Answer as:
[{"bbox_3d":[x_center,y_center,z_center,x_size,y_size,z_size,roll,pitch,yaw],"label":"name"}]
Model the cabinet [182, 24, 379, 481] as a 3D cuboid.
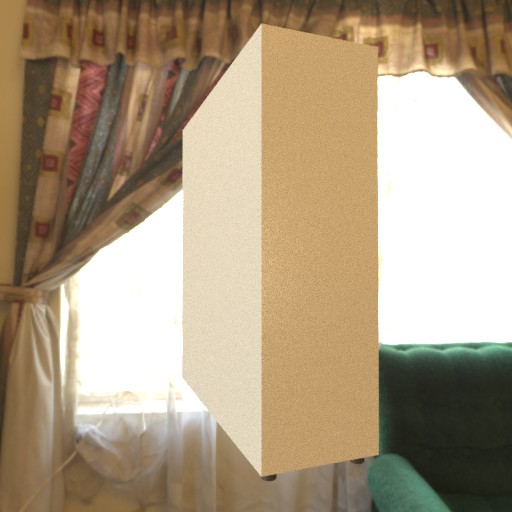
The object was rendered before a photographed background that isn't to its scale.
[{"bbox_3d":[0.000,0.000,1.623,0.348,1.150,0.990,0,0,-21],"label":"cabinet"}]
